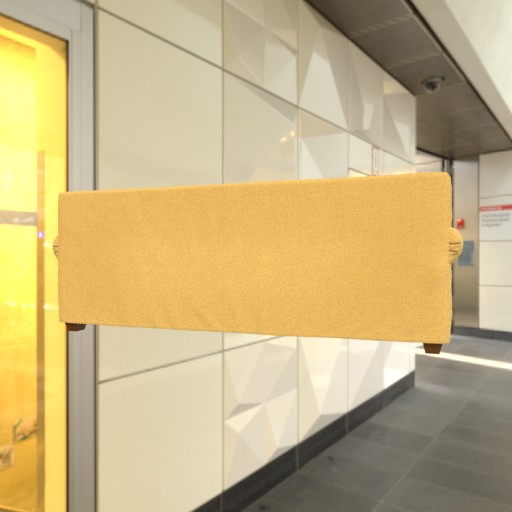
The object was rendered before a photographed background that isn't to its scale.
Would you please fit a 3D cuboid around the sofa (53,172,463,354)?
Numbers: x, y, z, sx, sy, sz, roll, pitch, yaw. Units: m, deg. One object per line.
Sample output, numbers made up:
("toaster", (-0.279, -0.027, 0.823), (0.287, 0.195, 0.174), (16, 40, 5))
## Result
("sofa", (0.000, 0.000, 2.800), (2.285, 0.904, 1.067), (0, 0, 18))
